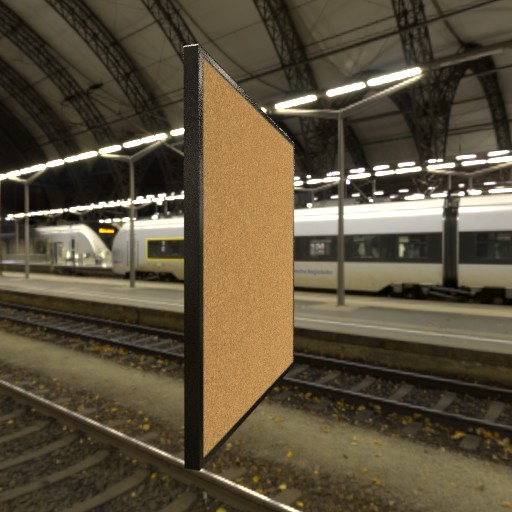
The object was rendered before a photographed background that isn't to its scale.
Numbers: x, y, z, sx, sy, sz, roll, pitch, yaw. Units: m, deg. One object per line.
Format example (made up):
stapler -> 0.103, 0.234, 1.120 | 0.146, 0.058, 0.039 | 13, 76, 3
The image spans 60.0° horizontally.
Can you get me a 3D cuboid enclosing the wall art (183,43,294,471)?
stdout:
wall art -> 0.000, 0.000, 0.530 | 0.014, 0.349, 0.349 | 0, 1, 18
